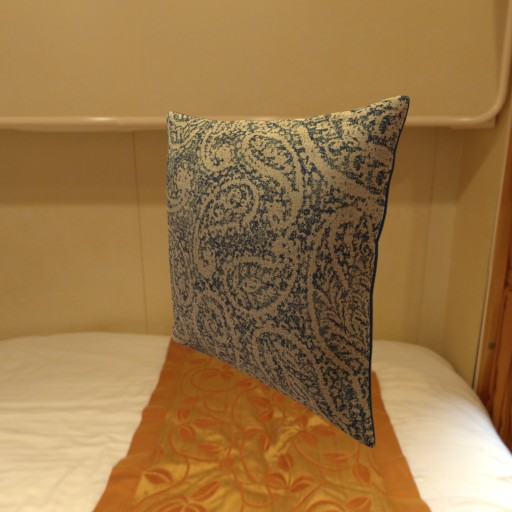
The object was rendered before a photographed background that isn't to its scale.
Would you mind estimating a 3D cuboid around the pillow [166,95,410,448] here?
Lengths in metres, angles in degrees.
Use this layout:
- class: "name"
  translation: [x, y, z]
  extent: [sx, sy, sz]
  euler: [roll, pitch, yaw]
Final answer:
- class: "pillow"
  translation: [0.000, 0.000, 0.790]
  extent: [0.523, 0.510, 0.166]
  euler: [14, 21, 42]
